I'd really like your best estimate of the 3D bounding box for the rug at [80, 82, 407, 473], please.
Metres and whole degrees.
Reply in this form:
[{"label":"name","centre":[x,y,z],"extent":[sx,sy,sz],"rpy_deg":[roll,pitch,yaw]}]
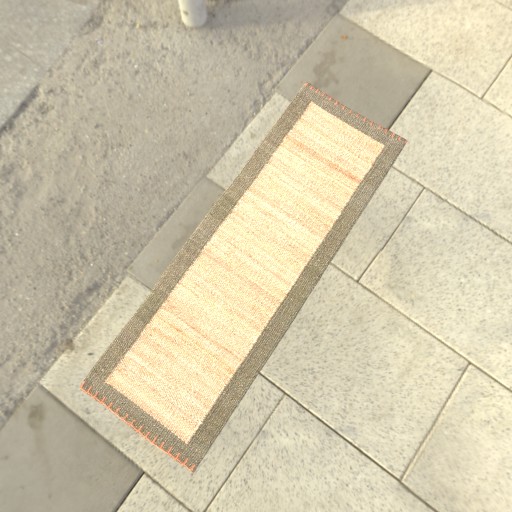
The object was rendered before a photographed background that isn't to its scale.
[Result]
[{"label":"rug","centre":[0.000,0.000,2.712],"extent":[0.810,0.016,2.413],"rpy_deg":[33,78,8]}]
